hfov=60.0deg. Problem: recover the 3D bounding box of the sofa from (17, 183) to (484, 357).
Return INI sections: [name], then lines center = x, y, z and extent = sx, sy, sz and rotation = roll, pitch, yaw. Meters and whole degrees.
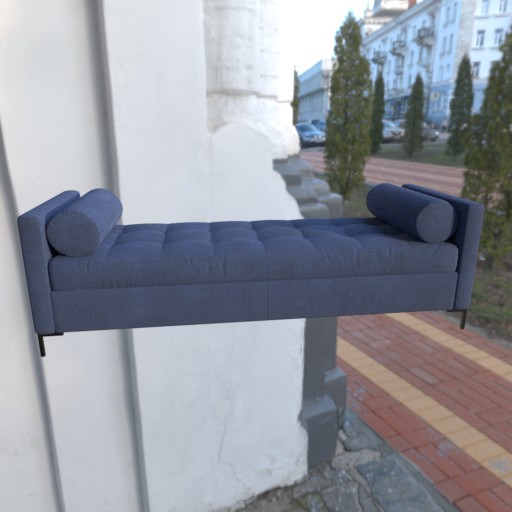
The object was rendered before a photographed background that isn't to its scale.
[sofa]
center = 0.000, 0.000, 2.257
extent = 1.981, 0.635, 0.686
rotation = -2, 17, -7
